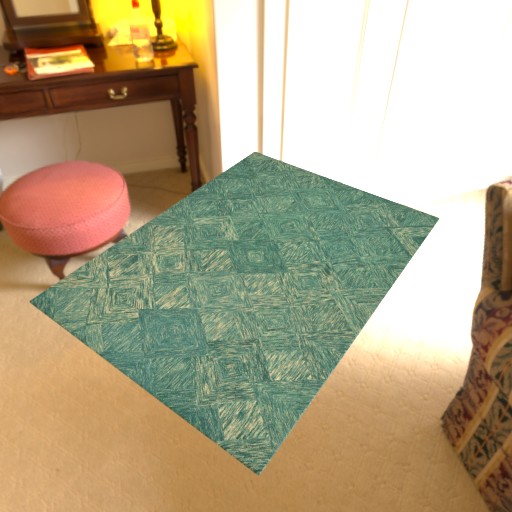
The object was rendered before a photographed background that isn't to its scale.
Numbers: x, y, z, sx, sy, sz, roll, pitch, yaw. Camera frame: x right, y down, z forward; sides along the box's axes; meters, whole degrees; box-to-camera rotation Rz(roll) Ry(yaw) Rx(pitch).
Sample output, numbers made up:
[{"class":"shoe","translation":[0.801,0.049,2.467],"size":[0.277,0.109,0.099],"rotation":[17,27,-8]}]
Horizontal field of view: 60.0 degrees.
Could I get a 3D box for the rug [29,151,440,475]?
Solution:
[{"class":"rug","translation":[0.000,0.000,4.190],"size":[2.405,0.027,3.217],"rotation":[26,48,26]}]
